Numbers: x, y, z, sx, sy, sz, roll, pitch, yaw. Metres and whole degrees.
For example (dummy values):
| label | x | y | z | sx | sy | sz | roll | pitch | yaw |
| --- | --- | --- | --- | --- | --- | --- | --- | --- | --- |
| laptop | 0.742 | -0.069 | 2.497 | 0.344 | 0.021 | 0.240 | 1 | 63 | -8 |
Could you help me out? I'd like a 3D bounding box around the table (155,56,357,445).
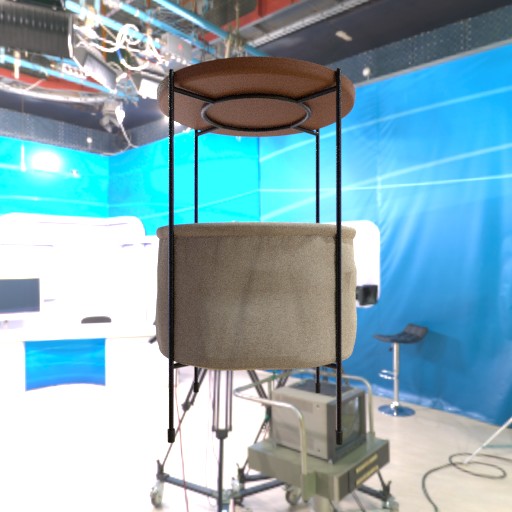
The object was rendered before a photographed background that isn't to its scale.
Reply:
| label | x | y | z | sx | sy | sz | roll | pitch | yaw |
| --- | --- | --- | --- | --- | --- | --- | --- | --- | --- |
| table | 0.000 | 0.000 | 0.878 | 0.393 | 0.623 | 0.393 | 0 | 0 | 1 |
